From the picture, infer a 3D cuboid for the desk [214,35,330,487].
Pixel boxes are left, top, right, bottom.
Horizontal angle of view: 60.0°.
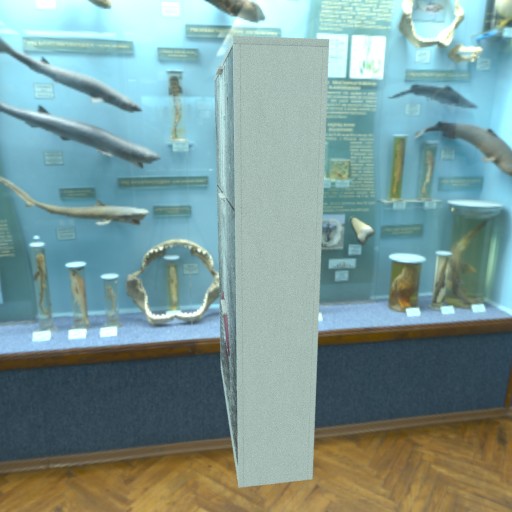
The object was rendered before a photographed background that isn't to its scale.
[{"bbox_3d":[0.000,0.000,1.583,0.250,1.280,0.750,-2,15,-8],"label":"desk"}]
